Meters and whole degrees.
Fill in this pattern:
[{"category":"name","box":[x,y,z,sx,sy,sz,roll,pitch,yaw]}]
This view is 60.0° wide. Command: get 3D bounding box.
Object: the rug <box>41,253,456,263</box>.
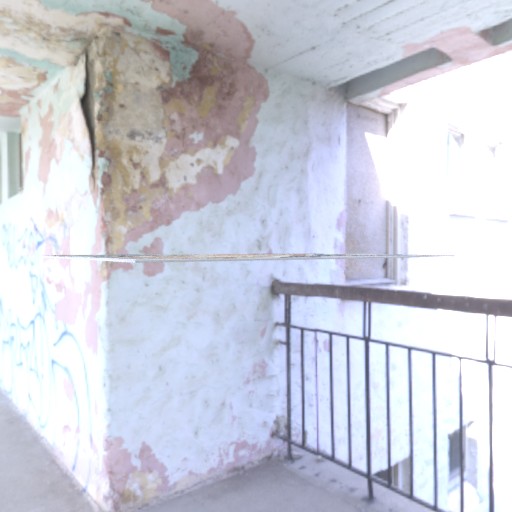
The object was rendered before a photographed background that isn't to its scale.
[{"category":"rug","box":[0.000,0.000,2.905,2.275,0.014,1.514,-1,1,-38]}]
